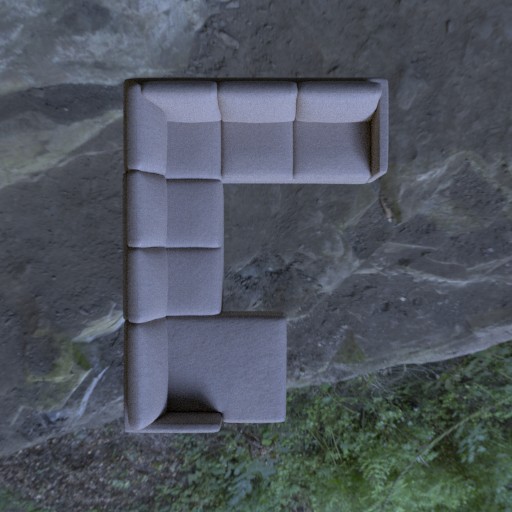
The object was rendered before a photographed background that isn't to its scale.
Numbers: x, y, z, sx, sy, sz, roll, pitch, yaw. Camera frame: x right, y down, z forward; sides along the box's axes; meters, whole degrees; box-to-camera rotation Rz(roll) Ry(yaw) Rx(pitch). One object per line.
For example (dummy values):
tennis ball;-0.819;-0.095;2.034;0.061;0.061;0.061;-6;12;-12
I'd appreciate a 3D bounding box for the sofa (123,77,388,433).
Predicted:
sofa;0.000;0.000;4.453;2.551;0.889;3.403;0;90;0
